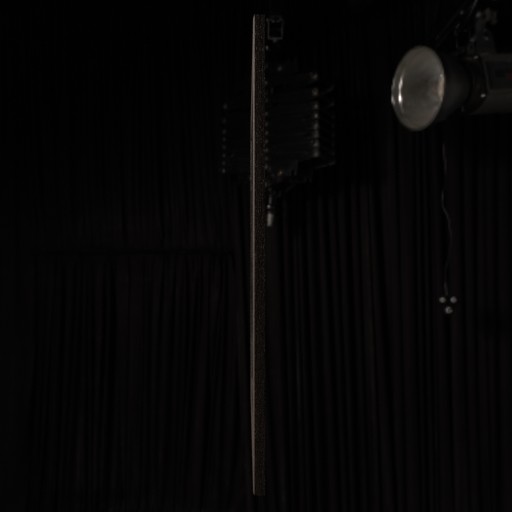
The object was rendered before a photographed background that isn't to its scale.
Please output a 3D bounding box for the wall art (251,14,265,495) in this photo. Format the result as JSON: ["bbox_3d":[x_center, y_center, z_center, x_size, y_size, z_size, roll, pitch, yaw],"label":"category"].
[{"bbox_3d":[0.000,0.000,0.647,0.013,0.508,0.359,0,-2,-1],"label":"wall art"}]
